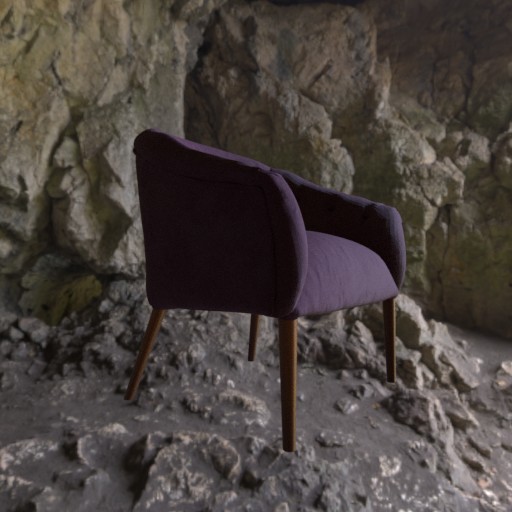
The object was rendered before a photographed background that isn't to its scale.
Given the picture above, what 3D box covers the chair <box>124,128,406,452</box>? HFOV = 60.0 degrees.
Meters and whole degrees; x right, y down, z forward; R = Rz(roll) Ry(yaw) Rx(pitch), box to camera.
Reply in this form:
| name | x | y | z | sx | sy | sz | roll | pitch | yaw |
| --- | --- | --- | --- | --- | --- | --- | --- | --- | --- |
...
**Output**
| name | x | y | z | sx | sy | sz | roll | pitch | yaw |
| --- | --- | --- | --- | --- | --- | --- | --- | --- | --- |
| chair | 0.000 | 0.000 | 1.484 | 0.776 | 0.885 | 0.851 | 0 | -1 | 36 |
